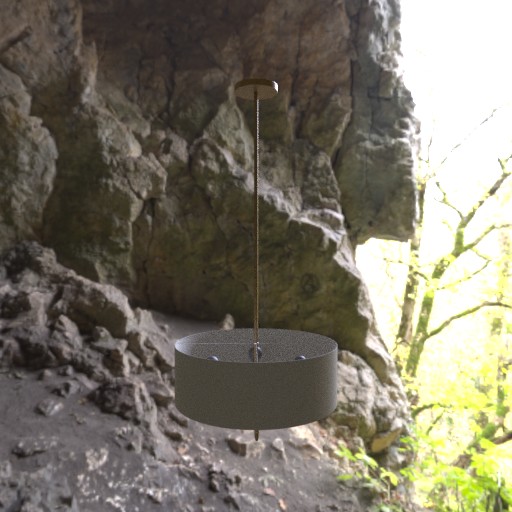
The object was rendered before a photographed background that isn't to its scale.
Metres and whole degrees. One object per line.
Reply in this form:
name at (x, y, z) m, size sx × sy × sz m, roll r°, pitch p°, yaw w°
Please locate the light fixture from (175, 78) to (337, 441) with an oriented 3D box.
light fixture at (0.000, 0.000, 1.401) m, size 0.508 × 1.067 × 0.508 m, roll 0°, pitch 1°, yaw 0°
